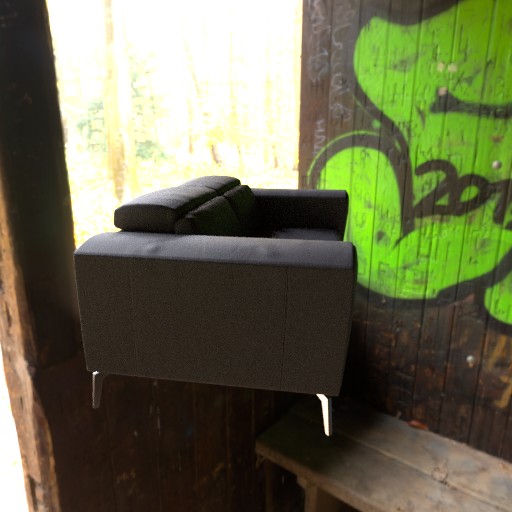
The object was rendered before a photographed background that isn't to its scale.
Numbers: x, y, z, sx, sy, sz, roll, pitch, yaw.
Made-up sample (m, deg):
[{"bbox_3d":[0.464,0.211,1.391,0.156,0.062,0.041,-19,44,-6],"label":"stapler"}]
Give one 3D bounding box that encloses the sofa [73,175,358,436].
[{"bbox_3d":[0.000,0.000,2.419,1.003,0.779,1.895,3,16,10],"label":"sofa"}]
